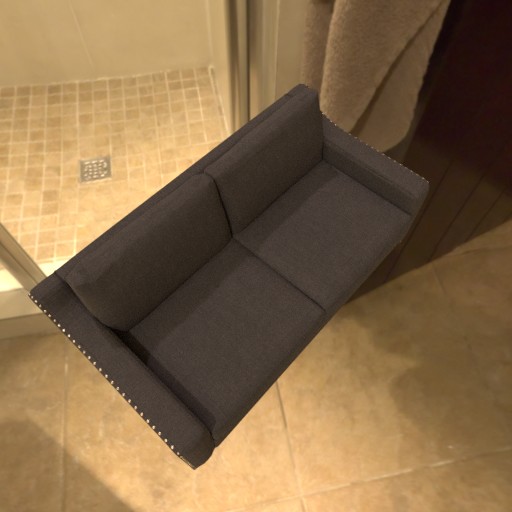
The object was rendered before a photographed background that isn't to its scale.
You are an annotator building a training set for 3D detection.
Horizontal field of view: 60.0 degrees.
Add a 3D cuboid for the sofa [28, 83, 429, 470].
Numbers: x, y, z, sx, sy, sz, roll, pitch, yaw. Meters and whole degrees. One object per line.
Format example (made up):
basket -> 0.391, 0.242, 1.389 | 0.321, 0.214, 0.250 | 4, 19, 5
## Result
sofa -> 0.000, 0.000, 3.191 | 1.336, 1.196, 2.550 | 38, 66, 20
